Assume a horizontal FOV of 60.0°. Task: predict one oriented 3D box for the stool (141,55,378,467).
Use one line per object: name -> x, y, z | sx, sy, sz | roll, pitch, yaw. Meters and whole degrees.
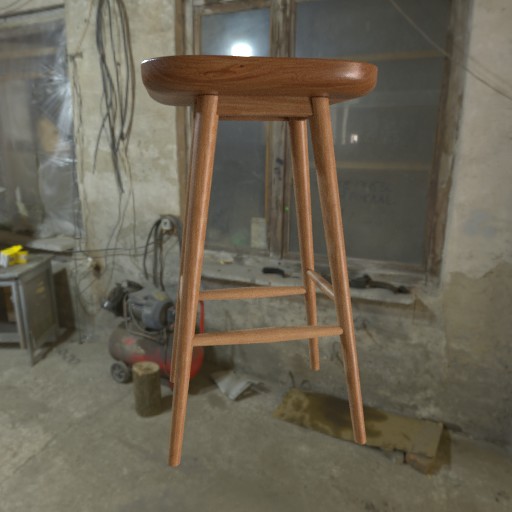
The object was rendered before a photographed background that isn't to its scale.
stool -> 0.000, 0.000, 0.906 | 0.407, 0.698, 0.322 | -2, 14, -10
